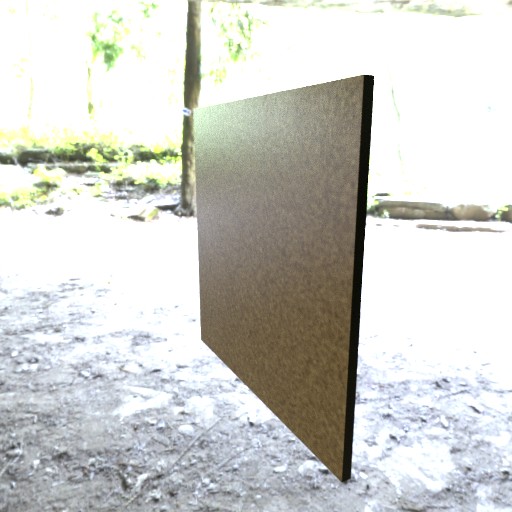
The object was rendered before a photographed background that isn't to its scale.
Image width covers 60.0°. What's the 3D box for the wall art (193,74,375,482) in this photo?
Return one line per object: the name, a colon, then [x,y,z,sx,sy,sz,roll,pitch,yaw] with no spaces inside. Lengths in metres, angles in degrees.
wall art: [0.000,0.000,0.655,0.014,0.445,0.446,-7,16,-27]
